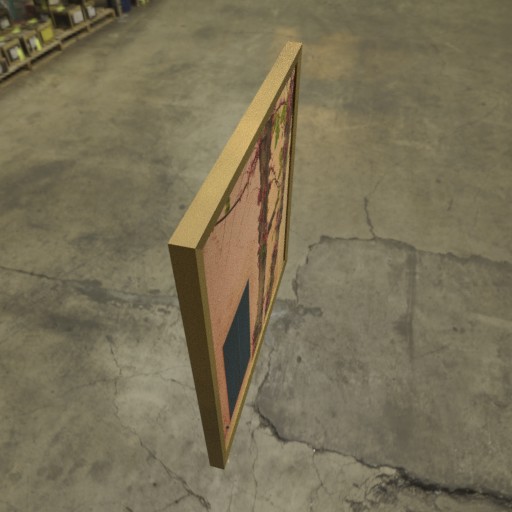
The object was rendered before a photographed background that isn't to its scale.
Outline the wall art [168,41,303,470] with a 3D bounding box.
[{"bbox_3d":[0.000,0.000,1.104,0.038,0.762,0.762,10,46,10],"label":"wall art"}]
